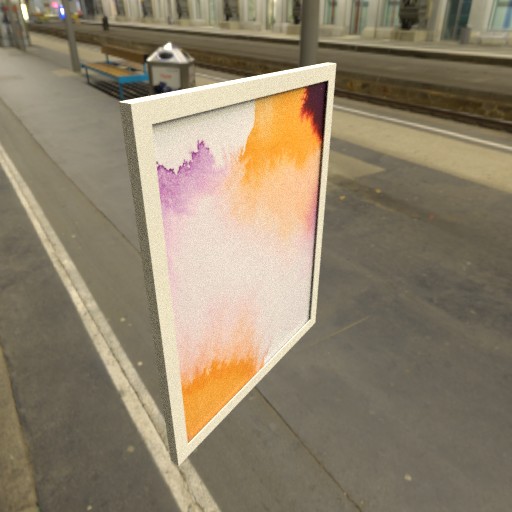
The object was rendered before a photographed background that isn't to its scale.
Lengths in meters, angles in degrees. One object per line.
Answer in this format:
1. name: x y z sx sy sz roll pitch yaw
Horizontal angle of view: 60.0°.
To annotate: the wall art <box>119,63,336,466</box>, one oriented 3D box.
1. wall art: 0.000 0.000 1.078 0.026 0.811 0.661 19 34 30
